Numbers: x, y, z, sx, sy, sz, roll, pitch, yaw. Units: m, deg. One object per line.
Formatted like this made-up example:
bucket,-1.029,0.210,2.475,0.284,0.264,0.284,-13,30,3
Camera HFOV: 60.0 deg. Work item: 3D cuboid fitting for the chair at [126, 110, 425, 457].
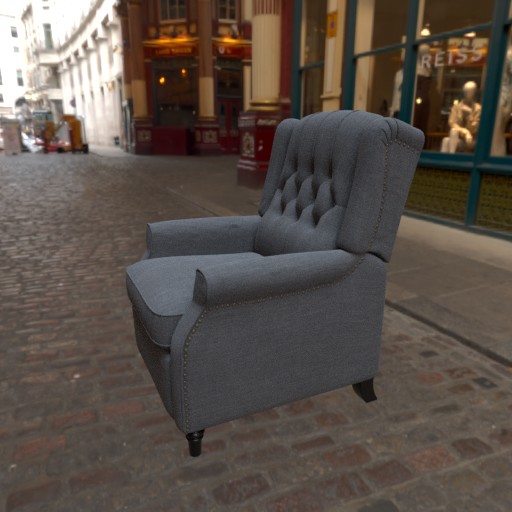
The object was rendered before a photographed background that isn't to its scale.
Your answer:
chair,0.000,0.000,1.642,0.898,1.035,0.742,-8,19,-24
